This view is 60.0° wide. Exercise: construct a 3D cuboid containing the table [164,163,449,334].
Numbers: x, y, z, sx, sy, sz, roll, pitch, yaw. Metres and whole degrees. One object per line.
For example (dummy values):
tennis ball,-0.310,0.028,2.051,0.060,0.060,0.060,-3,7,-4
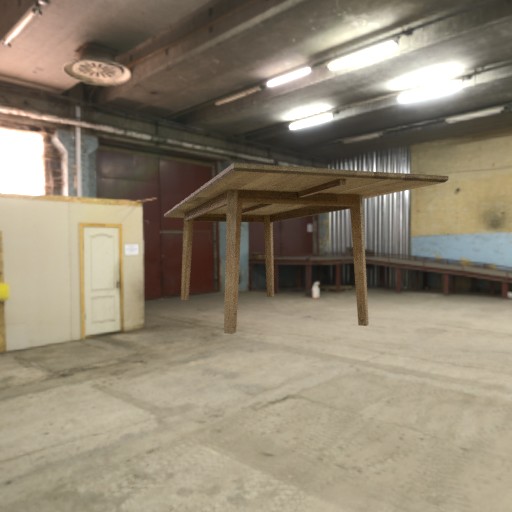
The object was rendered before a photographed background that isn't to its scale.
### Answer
table,0.000,0.000,3.094,1.000,0.752,2.603,0,1,-17
